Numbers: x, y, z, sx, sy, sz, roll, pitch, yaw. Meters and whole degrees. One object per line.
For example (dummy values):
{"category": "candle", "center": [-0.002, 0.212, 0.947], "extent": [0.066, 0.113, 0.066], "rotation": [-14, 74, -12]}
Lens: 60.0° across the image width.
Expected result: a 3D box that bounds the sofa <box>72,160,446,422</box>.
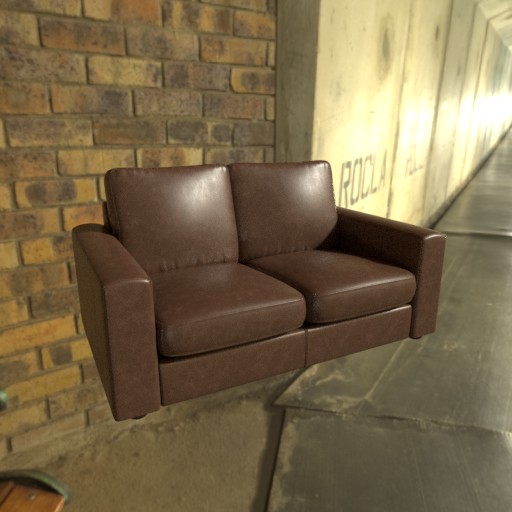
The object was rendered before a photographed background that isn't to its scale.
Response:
{"category": "sofa", "center": [0.000, 0.000, 2.222], "extent": [1.616, 0.873, 1.016], "rotation": [-8, 18, -26]}
